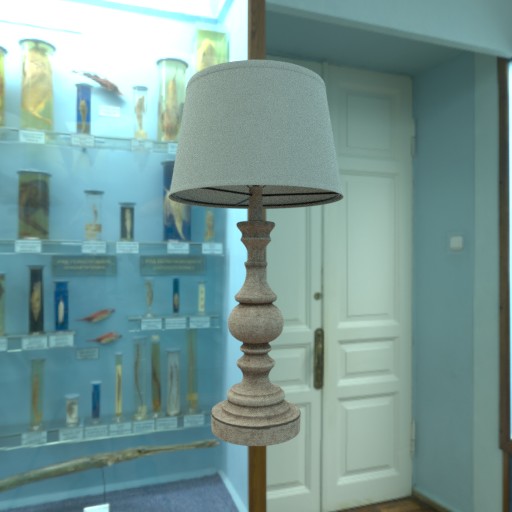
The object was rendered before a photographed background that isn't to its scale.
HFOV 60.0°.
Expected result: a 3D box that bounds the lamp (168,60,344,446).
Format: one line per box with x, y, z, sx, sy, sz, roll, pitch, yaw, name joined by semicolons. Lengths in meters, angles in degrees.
0.000;0.000;0.876;0.340;0.678;0.340;0;0;0;lamp
